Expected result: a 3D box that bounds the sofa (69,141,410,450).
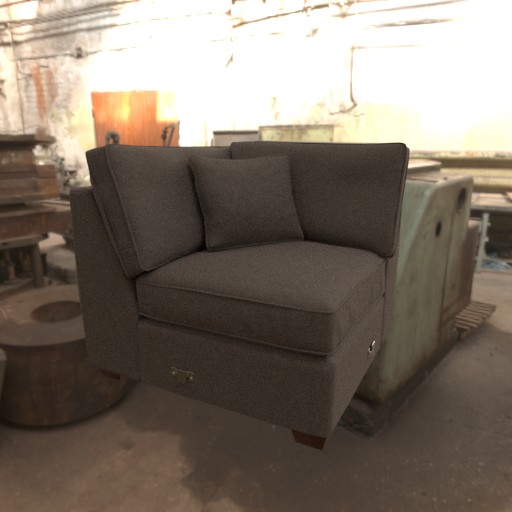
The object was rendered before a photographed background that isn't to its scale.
[{"bbox_3d":[0.000,0.000,2.003,1.146,1.002,1.084,7,16,26],"label":"sofa"}]
